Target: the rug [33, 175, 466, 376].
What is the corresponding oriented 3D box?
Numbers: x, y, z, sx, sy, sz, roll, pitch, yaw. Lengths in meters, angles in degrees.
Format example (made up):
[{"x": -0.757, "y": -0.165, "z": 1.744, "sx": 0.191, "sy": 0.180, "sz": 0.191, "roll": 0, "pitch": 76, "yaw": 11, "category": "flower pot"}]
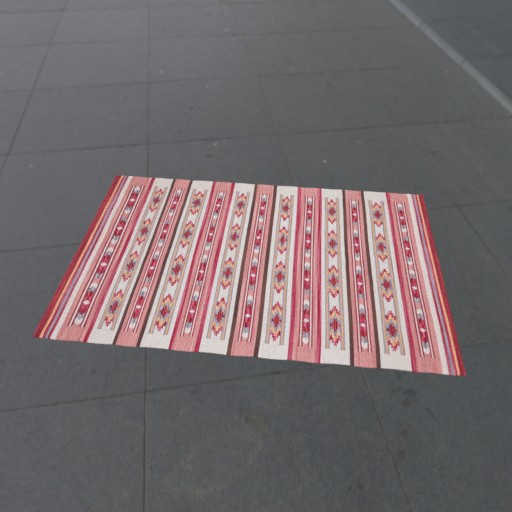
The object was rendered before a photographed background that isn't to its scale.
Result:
[{"x": 0.000, "y": 0.000, "z": 2.983, "sx": 2.431, "sy": 0.010, "sz": 1.535, "roll": 4, "pitch": 47, "yaw": 4, "category": "rug"}]
